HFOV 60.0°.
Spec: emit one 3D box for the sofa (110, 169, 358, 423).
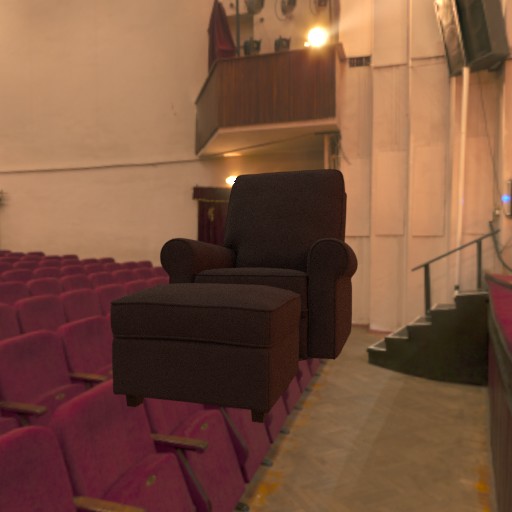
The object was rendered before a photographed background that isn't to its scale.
[{"bbox_3d":[0.000,0.000,2.039,0.880,0.959,1.478,1,2,17],"label":"sofa"}]
